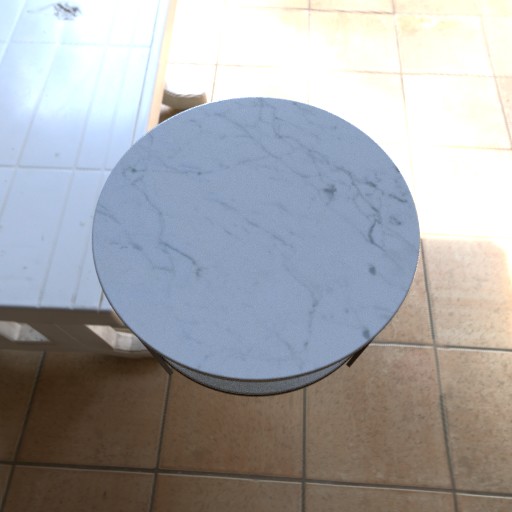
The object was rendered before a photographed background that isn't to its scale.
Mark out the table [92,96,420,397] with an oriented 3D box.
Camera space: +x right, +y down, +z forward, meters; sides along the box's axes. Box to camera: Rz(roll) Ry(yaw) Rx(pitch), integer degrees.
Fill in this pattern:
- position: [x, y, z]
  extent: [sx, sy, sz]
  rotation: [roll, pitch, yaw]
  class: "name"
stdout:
- position: [0.000, 0.000, 1.292]
  extent: [0.800, 0.450, 0.800]
  rotation: [0, 63, 0]
  class: "table"
